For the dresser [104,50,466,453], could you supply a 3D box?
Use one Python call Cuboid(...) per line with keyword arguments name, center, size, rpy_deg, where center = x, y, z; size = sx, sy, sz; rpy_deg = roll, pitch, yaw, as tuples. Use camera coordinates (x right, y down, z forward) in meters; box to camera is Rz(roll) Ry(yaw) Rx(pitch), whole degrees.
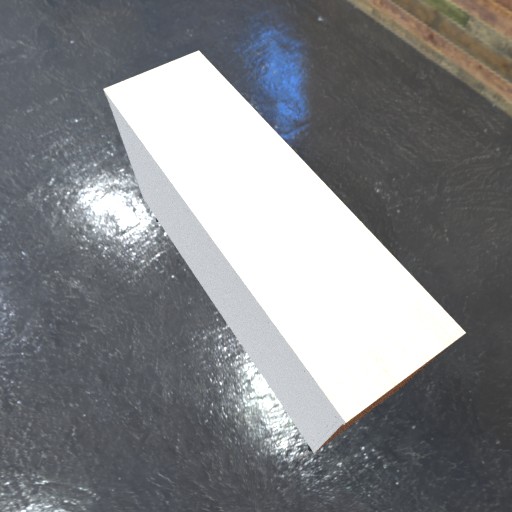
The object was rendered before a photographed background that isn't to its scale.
Cuboid(name="dresser", center=(0.000, 0.000, 1.917), size=(0.457, 0.914, 1.524), rpy_deg=(-30, 64, -16))
